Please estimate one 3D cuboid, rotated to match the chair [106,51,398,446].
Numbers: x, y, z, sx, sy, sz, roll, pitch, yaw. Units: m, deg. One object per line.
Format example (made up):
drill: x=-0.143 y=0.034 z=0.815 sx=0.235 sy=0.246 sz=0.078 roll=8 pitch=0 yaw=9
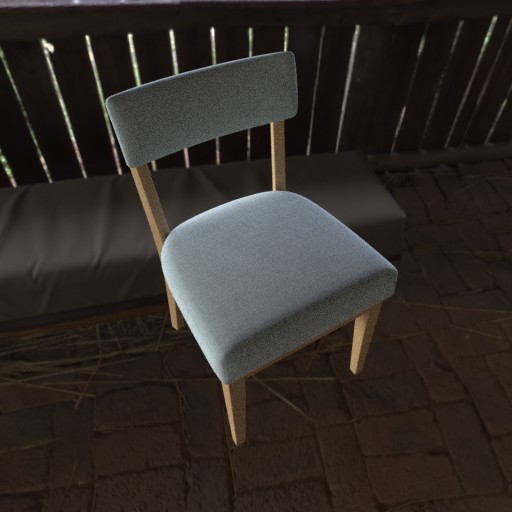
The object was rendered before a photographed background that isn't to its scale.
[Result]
chair: x=0.000 y=0.000 z=1.193 sx=0.508 sy=0.832 sz=0.572 roll=-24 pitch=51 yaw=-21
